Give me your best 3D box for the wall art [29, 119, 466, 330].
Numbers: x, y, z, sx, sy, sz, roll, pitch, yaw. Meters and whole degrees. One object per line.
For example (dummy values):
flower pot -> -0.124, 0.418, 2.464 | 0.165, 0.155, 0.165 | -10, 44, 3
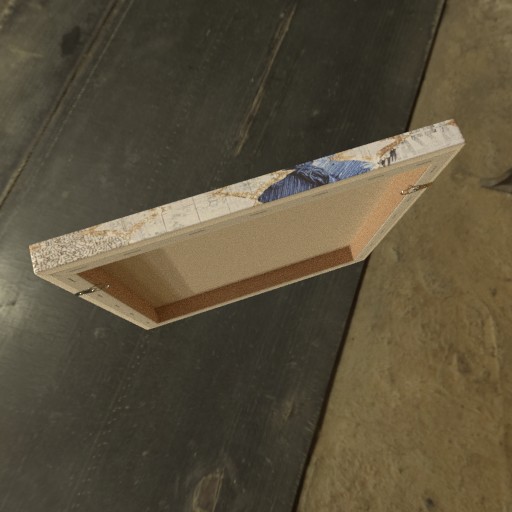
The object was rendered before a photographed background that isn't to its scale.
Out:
wall art -> 0.000, 0.000, 0.739 | 0.507, 0.508, 0.038 | -17, 75, -5
